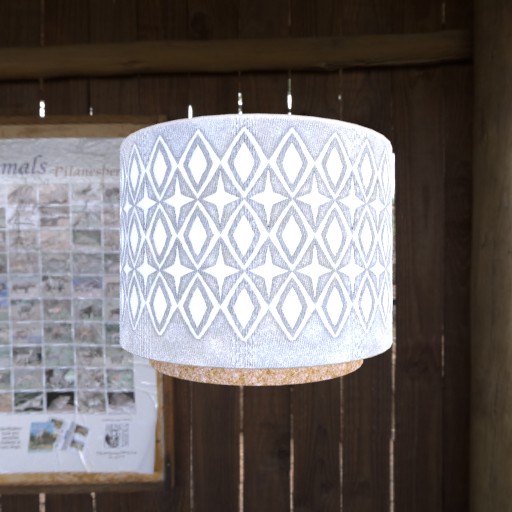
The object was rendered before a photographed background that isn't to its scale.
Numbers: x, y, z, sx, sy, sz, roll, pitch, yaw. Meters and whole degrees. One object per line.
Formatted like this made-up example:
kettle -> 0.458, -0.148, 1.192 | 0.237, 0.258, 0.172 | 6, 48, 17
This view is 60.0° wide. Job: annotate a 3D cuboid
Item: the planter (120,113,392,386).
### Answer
planter -> 0.000, 0.000, 0.279 | 0.164, 0.127, 0.164 | 0, 0, 0
